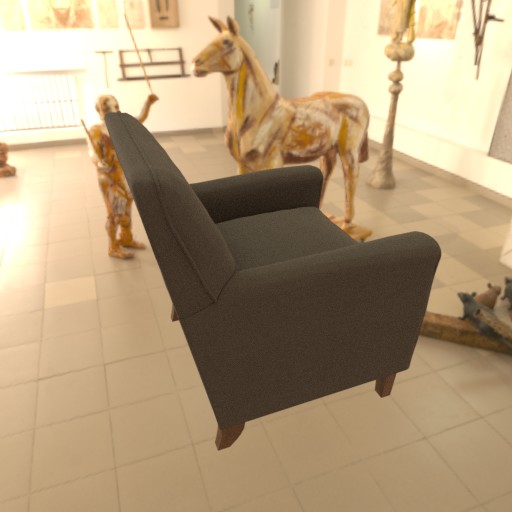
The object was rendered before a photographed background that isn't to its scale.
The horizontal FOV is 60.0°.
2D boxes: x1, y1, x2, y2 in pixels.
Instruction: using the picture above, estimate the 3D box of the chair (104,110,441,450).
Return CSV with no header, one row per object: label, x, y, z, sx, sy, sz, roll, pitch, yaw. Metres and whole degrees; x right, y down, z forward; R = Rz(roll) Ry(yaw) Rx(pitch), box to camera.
chair,0.000,0.000,1.550,0.831,0.911,0.836,-10,31,-18
